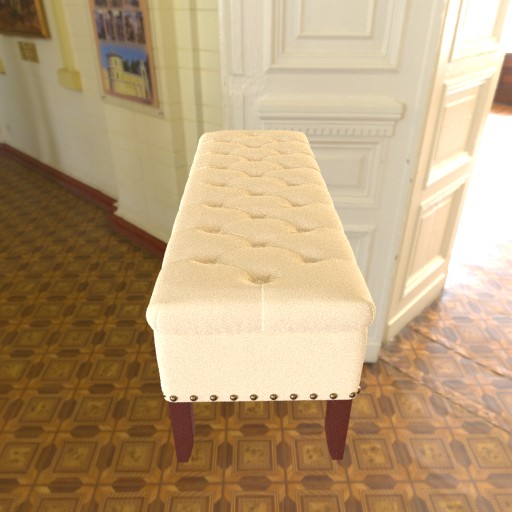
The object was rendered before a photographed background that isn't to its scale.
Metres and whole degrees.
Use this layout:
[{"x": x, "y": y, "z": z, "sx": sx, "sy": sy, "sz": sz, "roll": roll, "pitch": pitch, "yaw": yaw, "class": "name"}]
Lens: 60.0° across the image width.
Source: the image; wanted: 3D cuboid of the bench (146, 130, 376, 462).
[{"x": 0.000, "y": 0.000, "z": 1.296, "sx": 0.400, "sy": 0.470, "sz": 1.054, "roll": -1, "pitch": 31, "yaw": -1, "class": "bench"}]
